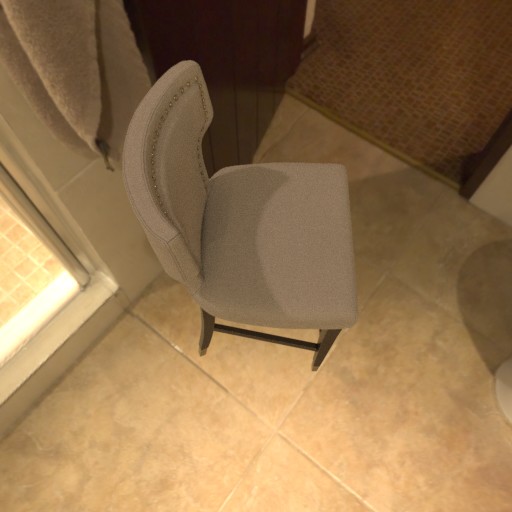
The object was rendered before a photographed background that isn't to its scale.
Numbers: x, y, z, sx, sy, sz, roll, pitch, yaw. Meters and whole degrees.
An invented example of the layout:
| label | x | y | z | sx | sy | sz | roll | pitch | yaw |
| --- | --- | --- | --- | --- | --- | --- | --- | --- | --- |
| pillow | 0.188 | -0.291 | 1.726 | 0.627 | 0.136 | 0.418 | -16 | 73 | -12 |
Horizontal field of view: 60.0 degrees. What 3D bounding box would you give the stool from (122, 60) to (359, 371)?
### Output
| label | x | y | z | sx | sy | sz | roll | pitch | yaw |
| --- | --- | --- | --- | --- | --- | --- | --- | --- | --- |
| stool | 0.000 | 0.000 | 1.415 | 0.563 | 1.092 | 0.526 | 1 | 63 | 1 |
